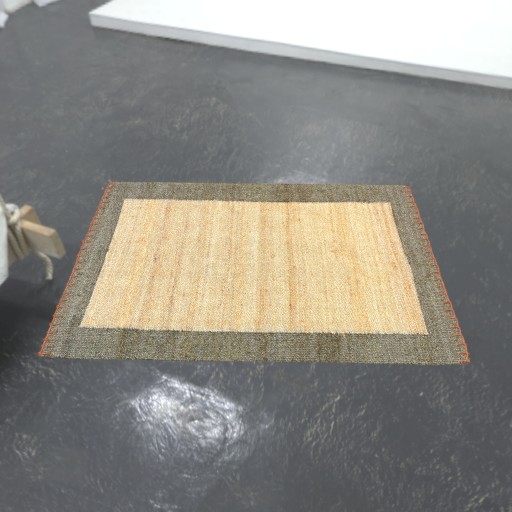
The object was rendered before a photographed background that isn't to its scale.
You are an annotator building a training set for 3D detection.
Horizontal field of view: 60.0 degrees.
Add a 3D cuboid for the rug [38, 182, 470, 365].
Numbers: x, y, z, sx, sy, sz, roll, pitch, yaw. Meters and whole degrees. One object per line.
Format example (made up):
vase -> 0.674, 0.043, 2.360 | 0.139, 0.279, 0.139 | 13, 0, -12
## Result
rug -> 0.000, 0.000, 2.273 | 1.838, 0.019, 1.220 | 1, 46, 1
